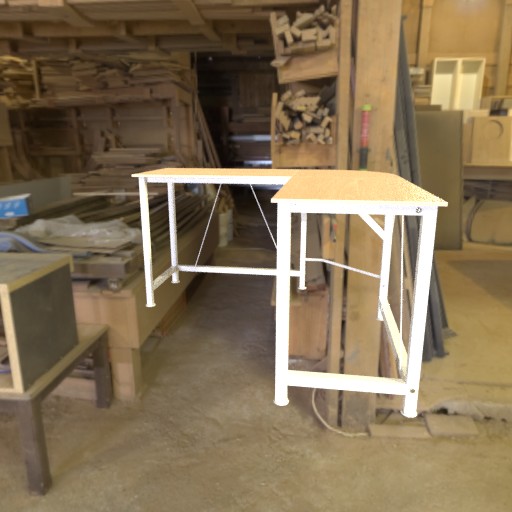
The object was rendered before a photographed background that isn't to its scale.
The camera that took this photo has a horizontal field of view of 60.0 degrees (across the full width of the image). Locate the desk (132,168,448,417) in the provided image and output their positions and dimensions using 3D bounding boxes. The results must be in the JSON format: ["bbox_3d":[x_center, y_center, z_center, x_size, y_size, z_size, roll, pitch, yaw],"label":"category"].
[{"bbox_3d":[0.000,0.000,2.218,1.400,0.762,1.400,2,15,9],"label":"desk"}]
